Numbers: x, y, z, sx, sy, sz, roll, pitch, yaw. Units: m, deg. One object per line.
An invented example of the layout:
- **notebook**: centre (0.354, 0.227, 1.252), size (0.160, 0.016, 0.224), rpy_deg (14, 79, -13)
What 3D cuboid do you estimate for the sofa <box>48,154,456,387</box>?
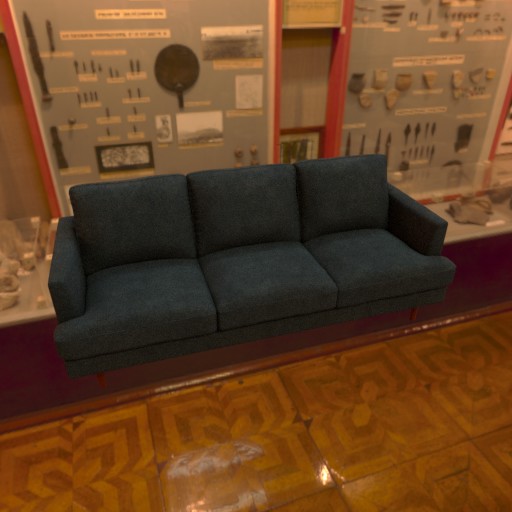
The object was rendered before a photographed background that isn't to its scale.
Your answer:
- **sofa**: centre (0.000, 0.000, 2.688), size (2.246, 0.930, 0.903), rpy_deg (-9, 32, -15)
